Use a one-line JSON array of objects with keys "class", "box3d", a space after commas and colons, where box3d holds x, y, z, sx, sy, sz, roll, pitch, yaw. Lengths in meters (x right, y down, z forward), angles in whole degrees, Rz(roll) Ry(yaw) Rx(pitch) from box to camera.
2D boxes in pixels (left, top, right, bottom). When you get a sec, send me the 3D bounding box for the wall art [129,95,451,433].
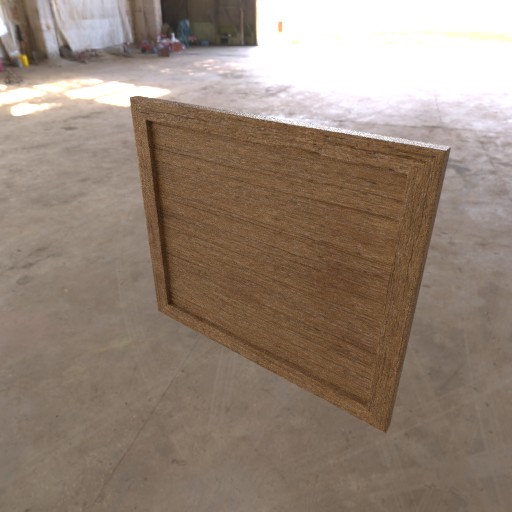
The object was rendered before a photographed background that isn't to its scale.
[{"class": "wall art", "box3d": [0.000, 0.000, 0.957, 0.690, 0.588, 0.026, 21, 35, 32]}]
